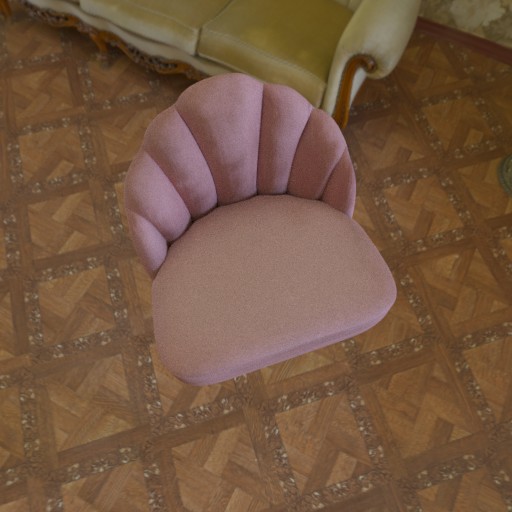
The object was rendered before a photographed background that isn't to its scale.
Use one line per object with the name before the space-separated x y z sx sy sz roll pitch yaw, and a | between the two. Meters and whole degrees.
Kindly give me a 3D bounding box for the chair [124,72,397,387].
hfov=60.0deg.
chair | 0.000 0.000 1.289 0.657 0.819 0.599 -17 66 -8
